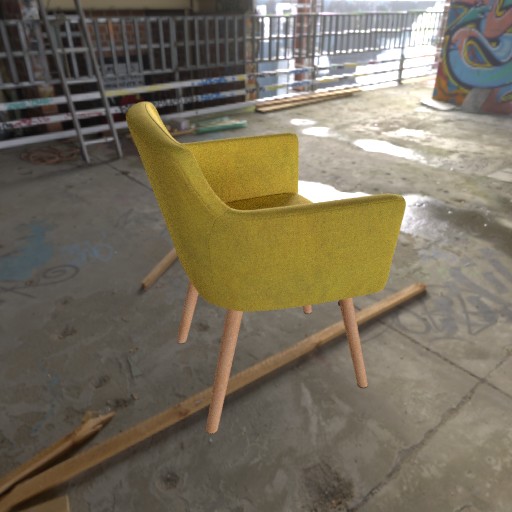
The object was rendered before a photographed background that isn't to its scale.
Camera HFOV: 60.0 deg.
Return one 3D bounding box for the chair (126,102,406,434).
[{"bbox_3d":[0.000,0.000,1.196,0.570,0.780,0.570,-10,32,-17],"label":"chair"}]
